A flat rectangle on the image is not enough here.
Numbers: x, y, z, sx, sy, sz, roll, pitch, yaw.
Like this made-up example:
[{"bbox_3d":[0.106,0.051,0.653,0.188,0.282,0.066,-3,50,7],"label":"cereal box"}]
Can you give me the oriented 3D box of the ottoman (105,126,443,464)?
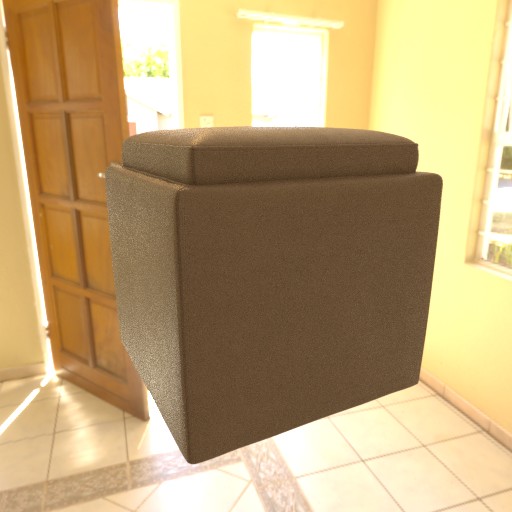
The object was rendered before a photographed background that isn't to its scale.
[{"bbox_3d":[0.000,0.000,0.818,0.450,0.460,0.451,-8,18,-27],"label":"ottoman"}]
